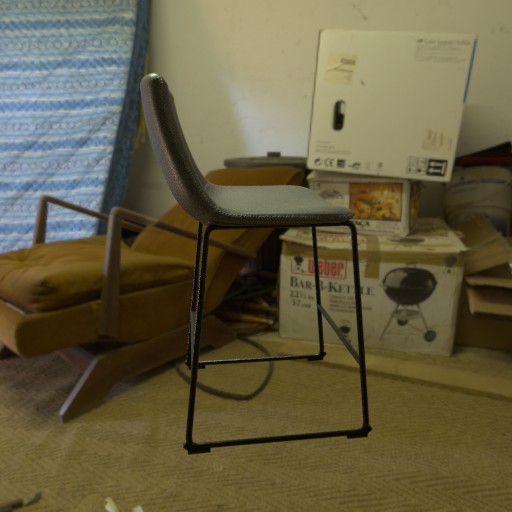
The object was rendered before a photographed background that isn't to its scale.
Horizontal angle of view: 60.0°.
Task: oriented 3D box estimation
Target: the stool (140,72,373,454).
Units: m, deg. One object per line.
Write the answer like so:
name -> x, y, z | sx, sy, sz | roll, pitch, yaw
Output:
stool -> 0.000, 0.000, 1.187 | 0.546, 0.876, 0.470 | -2, 16, -8
